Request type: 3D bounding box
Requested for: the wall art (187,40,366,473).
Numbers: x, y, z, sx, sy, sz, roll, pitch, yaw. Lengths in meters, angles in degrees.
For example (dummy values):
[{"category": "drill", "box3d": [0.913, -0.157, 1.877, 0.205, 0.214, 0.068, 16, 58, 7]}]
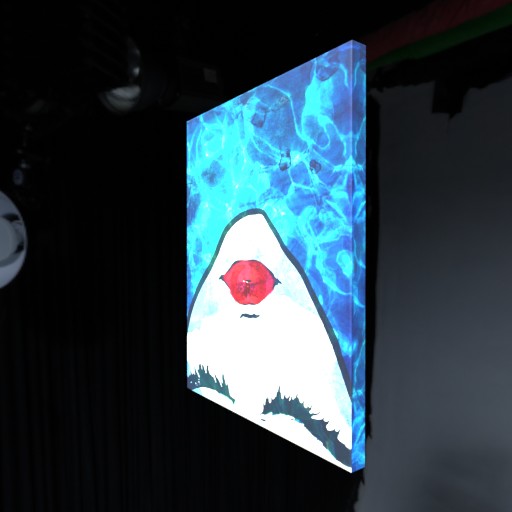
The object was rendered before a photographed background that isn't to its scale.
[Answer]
[{"category": "wall art", "box3d": [0.000, 0.000, 1.032, 0.038, 0.760, 0.609, 0, 1, -37]}]
